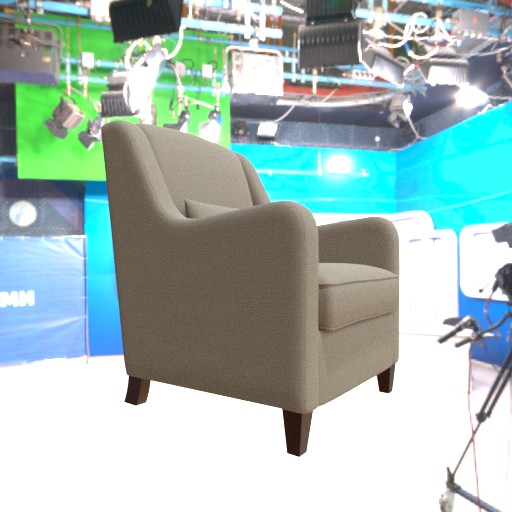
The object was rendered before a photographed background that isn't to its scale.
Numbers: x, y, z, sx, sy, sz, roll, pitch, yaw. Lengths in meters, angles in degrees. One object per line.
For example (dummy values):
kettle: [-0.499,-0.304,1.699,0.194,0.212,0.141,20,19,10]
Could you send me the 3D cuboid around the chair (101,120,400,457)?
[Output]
chair: [0.000,0.000,1.623,0.896,1.017,0.715,0,0,37]
